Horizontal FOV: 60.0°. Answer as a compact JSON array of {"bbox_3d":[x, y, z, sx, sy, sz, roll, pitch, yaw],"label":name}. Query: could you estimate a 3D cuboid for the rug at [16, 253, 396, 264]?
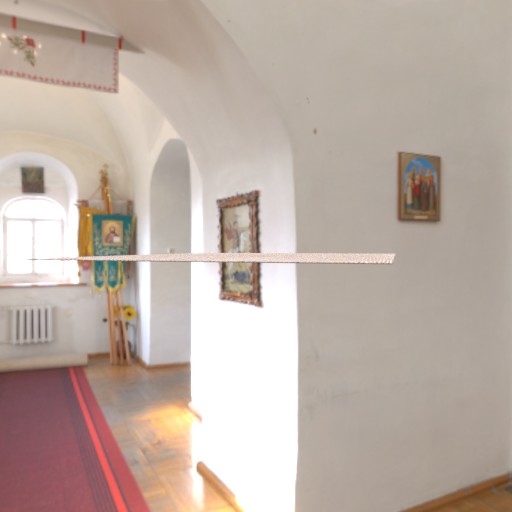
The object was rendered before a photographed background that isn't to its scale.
[{"bbox_3d":[0.000,0.000,4.079,2.442,0.008,3.046,0,1,18],"label":"rug"}]
